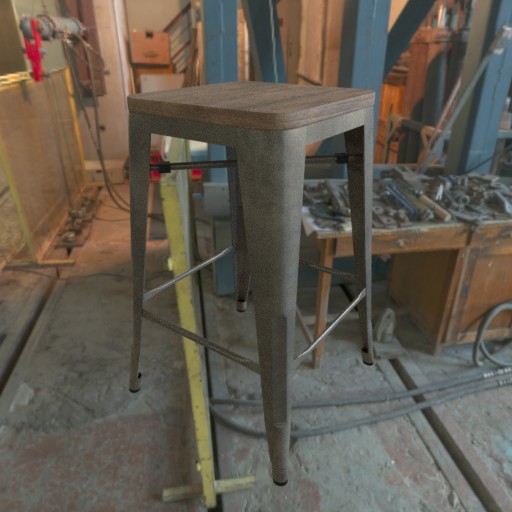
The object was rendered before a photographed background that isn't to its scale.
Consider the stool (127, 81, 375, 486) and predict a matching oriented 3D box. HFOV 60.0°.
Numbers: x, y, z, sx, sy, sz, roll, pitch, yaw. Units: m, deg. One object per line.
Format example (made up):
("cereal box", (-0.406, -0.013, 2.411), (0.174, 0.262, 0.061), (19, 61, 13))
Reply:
("stool", (0.000, 0.000, 0.875), (0.407, 0.607, 0.407), (18, 32, 32))
